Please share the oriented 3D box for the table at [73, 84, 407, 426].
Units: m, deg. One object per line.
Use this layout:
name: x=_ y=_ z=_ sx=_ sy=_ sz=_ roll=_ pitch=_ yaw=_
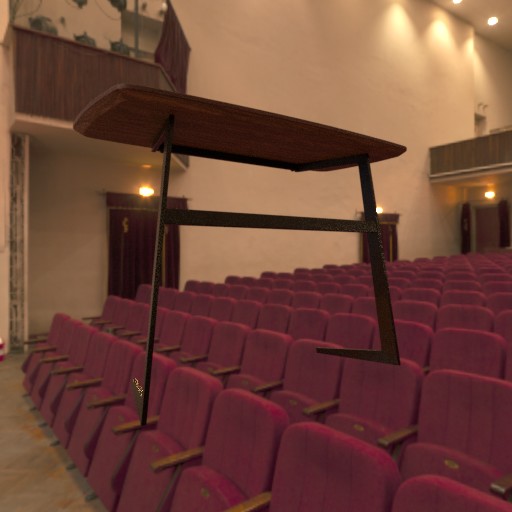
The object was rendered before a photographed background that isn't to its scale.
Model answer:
table: x=0.000 y=0.000 z=1.085 sx=0.804 sy=0.576 sz=0.361 roll=0 pitch=0 yaw=-36
